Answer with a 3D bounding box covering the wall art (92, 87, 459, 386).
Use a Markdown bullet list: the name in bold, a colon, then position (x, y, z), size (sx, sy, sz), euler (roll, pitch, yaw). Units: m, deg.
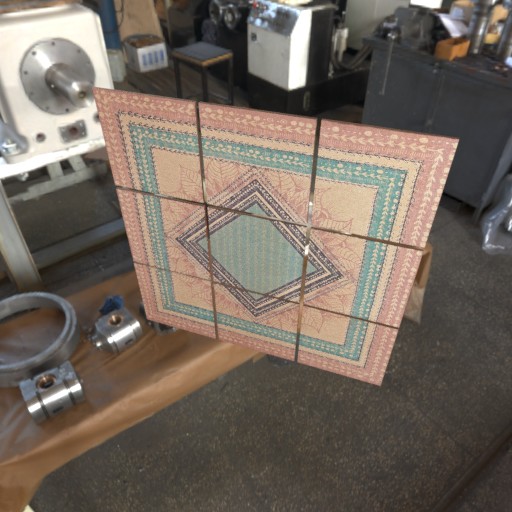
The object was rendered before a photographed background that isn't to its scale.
- **wall art**: position (0.000, 0.000, 2.258), size (1.527, 1.525, 0.014), euler (13, 42, 15)
